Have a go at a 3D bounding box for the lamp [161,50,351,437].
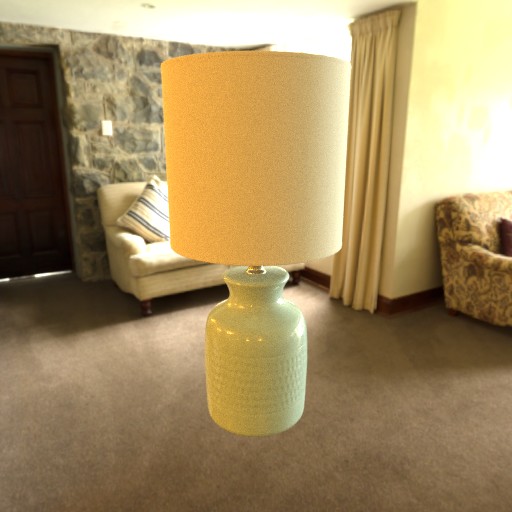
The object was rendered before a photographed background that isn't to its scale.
[{"bbox_3d":[0.000,0.000,1.105,0.418,0.871,0.418,2,15,9],"label":"lamp"}]
